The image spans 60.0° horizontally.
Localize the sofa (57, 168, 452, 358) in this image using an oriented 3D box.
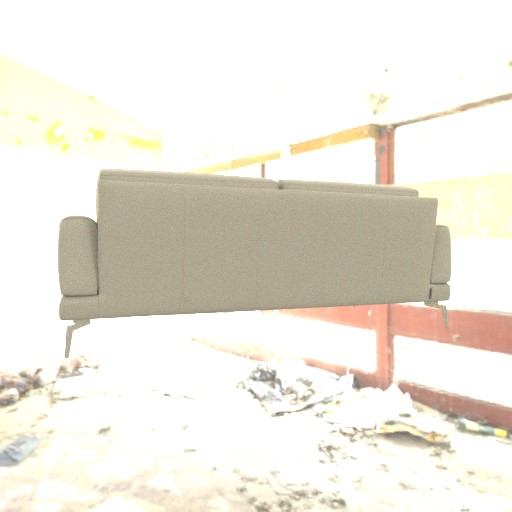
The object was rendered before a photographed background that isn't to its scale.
[{"bbox_3d":[0.000,0.000,2.411,1.940,0.765,0.974,0,1,-21],"label":"sofa"}]
